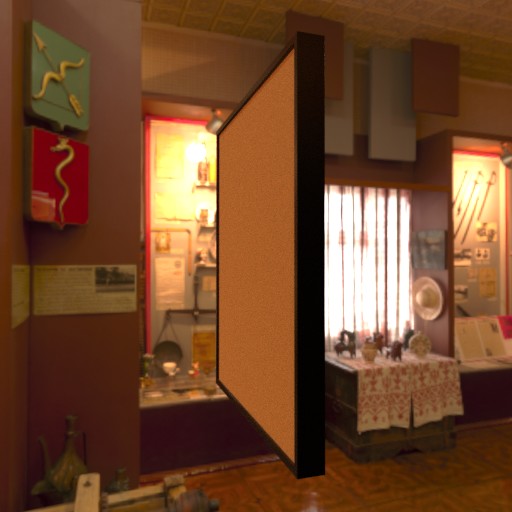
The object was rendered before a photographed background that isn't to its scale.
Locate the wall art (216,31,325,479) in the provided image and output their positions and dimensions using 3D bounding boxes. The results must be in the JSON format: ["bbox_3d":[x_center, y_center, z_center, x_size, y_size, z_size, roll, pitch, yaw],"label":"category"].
[{"bbox_3d":[0.000,0.000,0.767,0.039,0.553,0.451,0,-1,-18],"label":"wall art"}]
